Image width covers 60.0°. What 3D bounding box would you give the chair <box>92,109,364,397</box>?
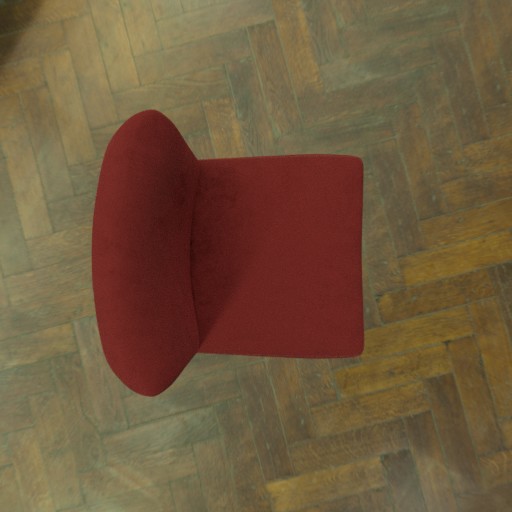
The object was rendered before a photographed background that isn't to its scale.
[{"bbox_3d":[0.000,0.000,1.143,0.560,0.824,0.530,0,89,1],"label":"chair"}]
